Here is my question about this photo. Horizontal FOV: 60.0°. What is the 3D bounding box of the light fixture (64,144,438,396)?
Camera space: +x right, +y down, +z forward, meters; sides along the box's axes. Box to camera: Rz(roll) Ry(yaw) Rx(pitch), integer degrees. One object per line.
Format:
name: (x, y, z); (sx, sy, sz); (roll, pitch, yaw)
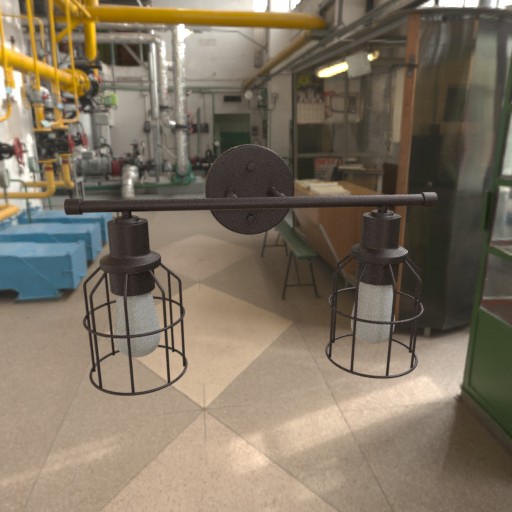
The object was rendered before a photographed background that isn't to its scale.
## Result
light fixture: (0.000, 0.000, 0.532); (0.406, 0.254, 0.165); (-2, 16, -6)
